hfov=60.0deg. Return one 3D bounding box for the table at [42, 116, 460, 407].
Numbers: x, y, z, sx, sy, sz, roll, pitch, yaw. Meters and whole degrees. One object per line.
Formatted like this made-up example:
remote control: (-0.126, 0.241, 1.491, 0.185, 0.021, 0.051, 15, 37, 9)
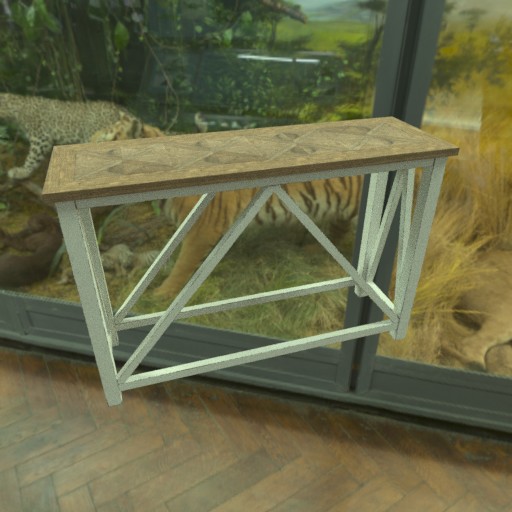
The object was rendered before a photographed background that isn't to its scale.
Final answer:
table: (0.000, 0.000, 1.848, 1.400, 0.930, 0.450, -9, 33, -15)
